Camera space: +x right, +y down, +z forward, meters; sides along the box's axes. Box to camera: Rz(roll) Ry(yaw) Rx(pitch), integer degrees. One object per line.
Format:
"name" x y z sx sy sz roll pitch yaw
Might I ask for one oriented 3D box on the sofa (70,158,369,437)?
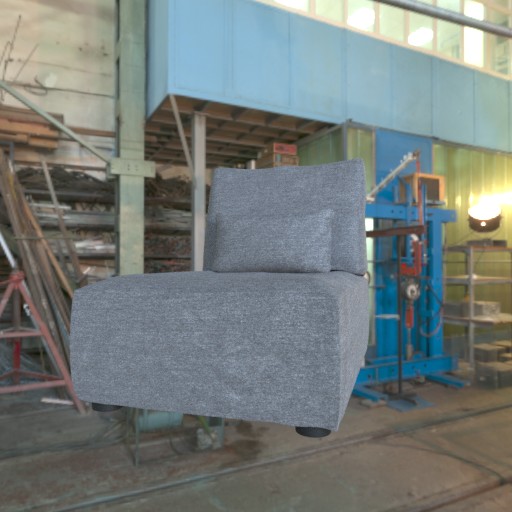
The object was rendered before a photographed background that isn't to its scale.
"sofa" 0.000 0.000 1.526 0.700 0.820 1.000 0 -1 18
